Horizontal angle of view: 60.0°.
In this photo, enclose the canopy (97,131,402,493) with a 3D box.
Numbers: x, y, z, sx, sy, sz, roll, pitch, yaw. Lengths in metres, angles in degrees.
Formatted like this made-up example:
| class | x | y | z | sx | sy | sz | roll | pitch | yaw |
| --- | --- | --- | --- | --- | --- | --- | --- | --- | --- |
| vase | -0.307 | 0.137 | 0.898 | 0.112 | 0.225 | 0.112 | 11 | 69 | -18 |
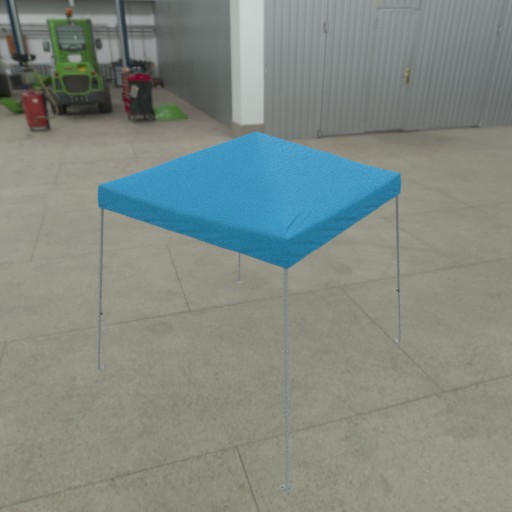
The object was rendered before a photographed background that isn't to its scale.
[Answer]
| class | x | y | z | sx | sy | sz | roll | pitch | yaw |
| --- | --- | --- | --- | --- | --- | --- | --- | --- | --- |
| canopy | 0.000 | 0.000 | 5.192 | 2.849 | 2.850 | 2.850 | 18 | 31 | 33 |
